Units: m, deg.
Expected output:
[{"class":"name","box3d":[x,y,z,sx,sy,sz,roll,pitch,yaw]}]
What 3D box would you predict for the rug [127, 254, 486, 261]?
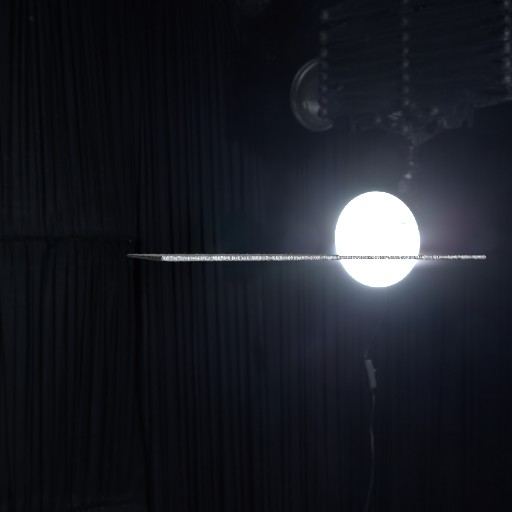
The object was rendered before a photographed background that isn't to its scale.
[{"class":"rug","box3d":[0.000,0.000,2.338,1.224,0.016,1.832,0,0,-19]}]
